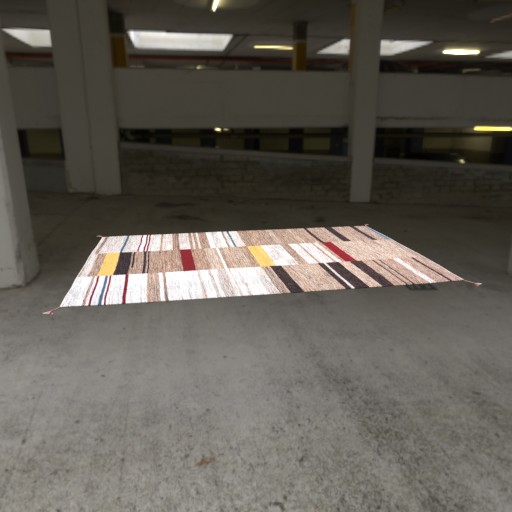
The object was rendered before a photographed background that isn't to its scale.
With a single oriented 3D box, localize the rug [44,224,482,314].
[{"bbox_3d":[0.000,0.000,2.471,1.918,0.007,1.268,-3,17,-10],"label":"rug"}]
